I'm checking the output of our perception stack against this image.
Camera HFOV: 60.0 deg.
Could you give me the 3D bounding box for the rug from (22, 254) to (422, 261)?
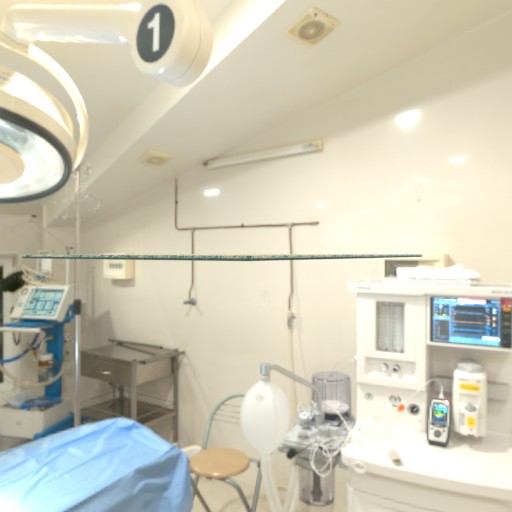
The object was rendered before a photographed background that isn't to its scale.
[{"bbox_3d":[0.000,0.000,2.332,1.219,0.016,1.829,0,0,35],"label":"rug"}]
